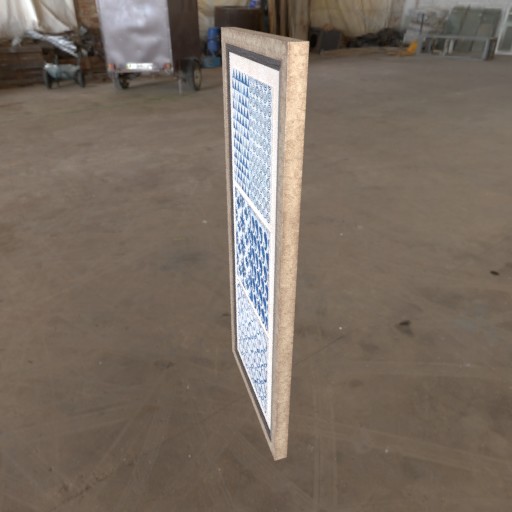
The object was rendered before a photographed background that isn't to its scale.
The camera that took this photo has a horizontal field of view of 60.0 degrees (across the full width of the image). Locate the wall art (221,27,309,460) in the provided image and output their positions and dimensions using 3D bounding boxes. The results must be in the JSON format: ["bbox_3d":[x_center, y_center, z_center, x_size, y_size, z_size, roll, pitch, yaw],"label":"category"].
[{"bbox_3d":[0.000,0.000,1.621,0.051,1.461,0.648,-9,31,-15],"label":"wall art"}]
